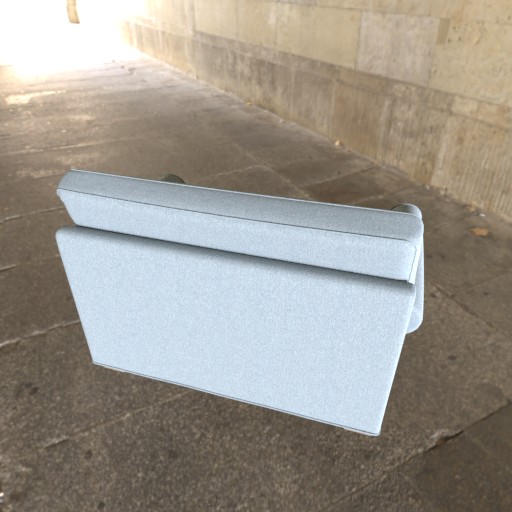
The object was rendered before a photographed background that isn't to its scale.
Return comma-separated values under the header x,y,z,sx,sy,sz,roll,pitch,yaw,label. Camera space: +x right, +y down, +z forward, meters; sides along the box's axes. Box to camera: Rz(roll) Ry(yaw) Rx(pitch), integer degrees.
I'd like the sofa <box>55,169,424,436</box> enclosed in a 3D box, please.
x,y,z,sx,sy,sz,roll,pitch,yaw,label
0.000,0.000,1.999,1.410,0.953,0.940,10,34,15,sofa
